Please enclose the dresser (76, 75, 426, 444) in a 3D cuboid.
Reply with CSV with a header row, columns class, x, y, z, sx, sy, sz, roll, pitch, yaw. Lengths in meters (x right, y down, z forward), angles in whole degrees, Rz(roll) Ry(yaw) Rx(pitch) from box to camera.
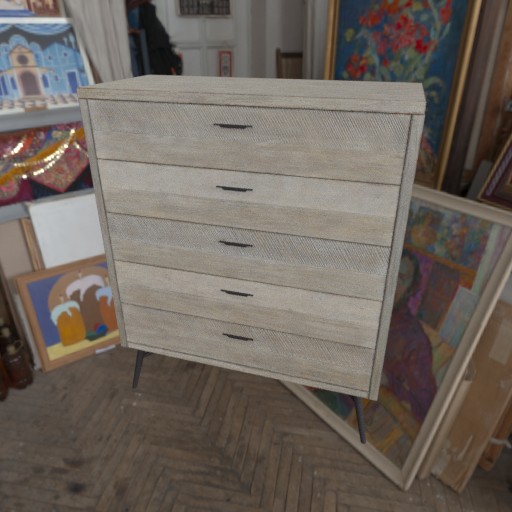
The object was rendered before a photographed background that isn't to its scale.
class,x,y,z,sx,sy,sz,roll,pitch,yaw
dresser,0.000,0.000,1.687,1.016,1.219,0.457,8,28,15
